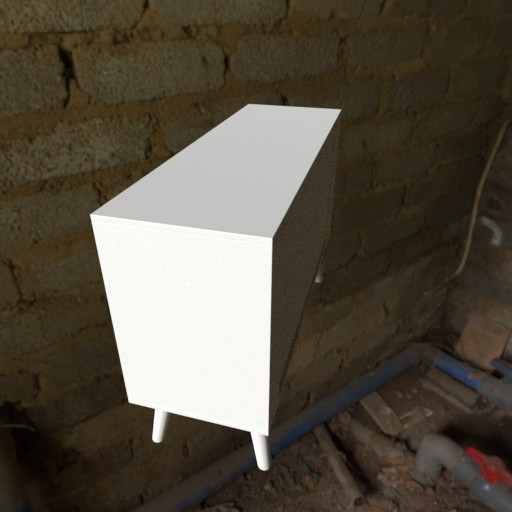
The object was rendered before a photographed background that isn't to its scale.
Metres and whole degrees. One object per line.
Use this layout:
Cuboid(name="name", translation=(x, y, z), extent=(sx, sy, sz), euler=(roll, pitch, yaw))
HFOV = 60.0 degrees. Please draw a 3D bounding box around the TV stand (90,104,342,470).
Cuboid(name="TV stand", translation=(0.000, 0.000, 1.608), extent=(0.406, 0.812, 1.193), euler=(8, 31, 14))
